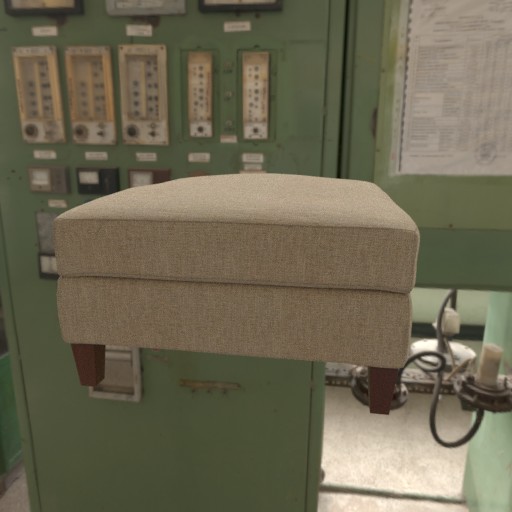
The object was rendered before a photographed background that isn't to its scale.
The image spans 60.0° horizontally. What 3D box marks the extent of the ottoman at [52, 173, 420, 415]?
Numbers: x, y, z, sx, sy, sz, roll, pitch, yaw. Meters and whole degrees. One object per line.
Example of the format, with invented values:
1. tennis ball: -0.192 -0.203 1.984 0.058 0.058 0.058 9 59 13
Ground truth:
1. ottoman: 0.000 0.000 1.442 0.836 0.492 0.976 2 15 9
